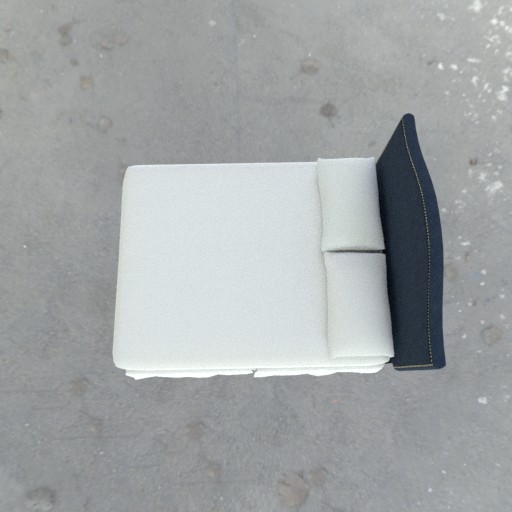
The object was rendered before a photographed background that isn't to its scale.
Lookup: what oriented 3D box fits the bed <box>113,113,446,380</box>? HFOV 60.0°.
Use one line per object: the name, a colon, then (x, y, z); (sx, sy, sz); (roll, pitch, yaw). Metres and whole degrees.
bed: (0.000, 0.000, 3.264); (2.153, 1.518, 1.725); (-1, 75, 0)
